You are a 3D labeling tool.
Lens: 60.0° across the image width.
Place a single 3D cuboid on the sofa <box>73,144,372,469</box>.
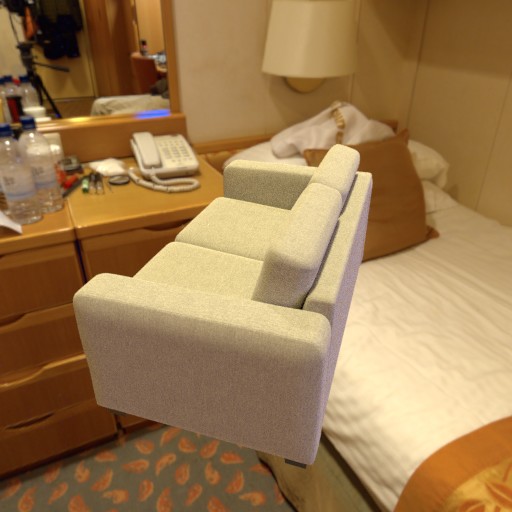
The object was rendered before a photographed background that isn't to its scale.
[{"bbox_3d":[0.000,0.000,2.071,0.900,0.800,1.540,9,31,16],"label":"sofa"}]
